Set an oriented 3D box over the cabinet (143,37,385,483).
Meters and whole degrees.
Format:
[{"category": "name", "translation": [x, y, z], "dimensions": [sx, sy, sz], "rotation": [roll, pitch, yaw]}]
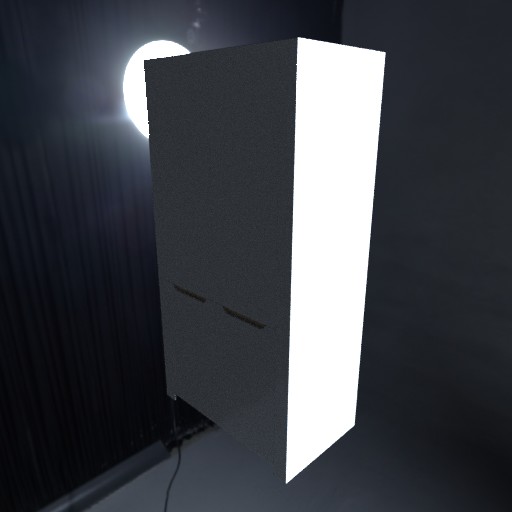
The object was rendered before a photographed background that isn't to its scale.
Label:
[{"category": "cabinet", "translation": [0.000, 0.000, 2.323], "dimensions": [0.980, 1.920, 0.580], "rotation": [17, 25, 42]}]
